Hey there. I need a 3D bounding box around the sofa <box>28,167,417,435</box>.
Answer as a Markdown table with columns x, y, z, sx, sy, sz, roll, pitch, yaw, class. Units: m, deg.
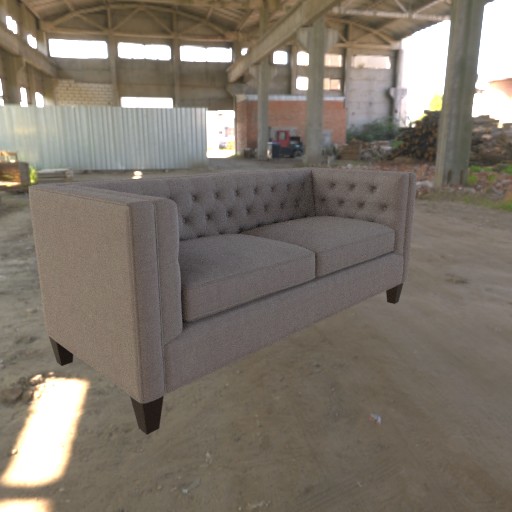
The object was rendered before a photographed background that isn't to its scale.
| x | y | z | sx | sy | sz | roll | pitch | yaw | class |
| --- | --- | --- | --- | --- | --- | --- | --- | --- | --- |
| 0.000 | 0.000 | 2.175 | 0.775 | 0.762 | 1.778 | 14 | 20 | 42 | sofa |
